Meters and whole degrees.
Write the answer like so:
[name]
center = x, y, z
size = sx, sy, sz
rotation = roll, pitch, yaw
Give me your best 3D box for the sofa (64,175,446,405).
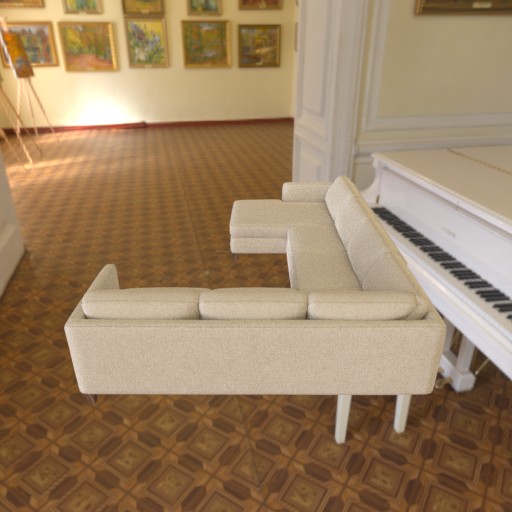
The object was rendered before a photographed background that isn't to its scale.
[sofa]
center = 0.000, 0.000, 4.430
size = 2.551, 0.853, 3.238
rotation = 0, 26, 0
